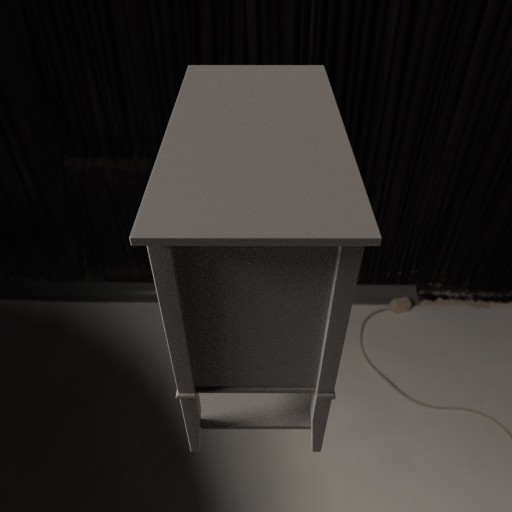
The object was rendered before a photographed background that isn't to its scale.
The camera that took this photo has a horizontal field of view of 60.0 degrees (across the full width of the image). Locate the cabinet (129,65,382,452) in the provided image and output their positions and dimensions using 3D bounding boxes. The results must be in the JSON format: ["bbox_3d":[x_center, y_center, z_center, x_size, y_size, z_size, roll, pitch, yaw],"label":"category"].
[{"bbox_3d":[0.000,0.000,1.251,0.396,0.780,0.801,0,41,0],"label":"cabinet"}]
